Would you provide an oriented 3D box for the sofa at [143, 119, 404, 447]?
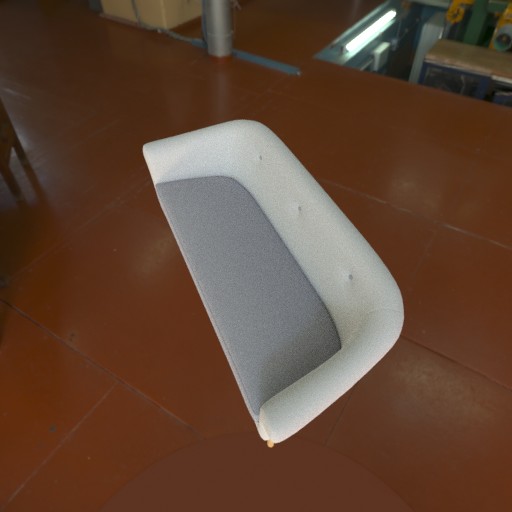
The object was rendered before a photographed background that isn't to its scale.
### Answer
[{"bbox_3d":[0.000,0.000,2.597,0.827,0.795,2.160,-17,49,-16],"label":"sofa"}]
